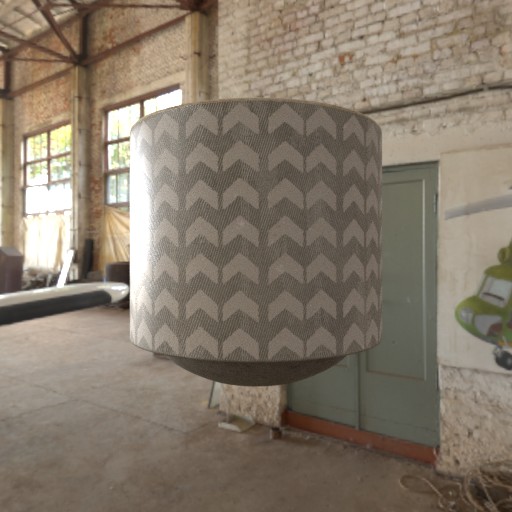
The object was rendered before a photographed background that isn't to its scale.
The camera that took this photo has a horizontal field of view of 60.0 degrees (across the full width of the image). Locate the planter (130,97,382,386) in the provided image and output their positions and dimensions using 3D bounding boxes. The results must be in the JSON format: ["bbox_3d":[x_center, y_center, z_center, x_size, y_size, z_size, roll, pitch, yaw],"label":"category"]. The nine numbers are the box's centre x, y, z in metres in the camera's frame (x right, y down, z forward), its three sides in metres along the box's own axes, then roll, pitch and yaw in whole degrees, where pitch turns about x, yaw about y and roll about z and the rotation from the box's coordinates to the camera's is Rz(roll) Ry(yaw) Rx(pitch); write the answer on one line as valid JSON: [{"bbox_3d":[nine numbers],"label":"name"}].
[{"bbox_3d":[0.000,0.000,0.347,0.190,0.181,0.190,0,0,0],"label":"planter"}]
